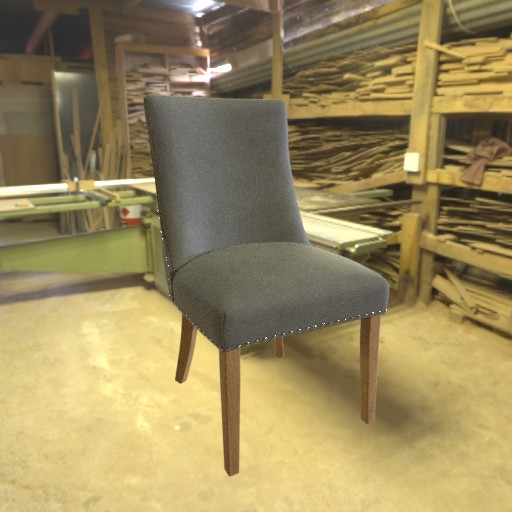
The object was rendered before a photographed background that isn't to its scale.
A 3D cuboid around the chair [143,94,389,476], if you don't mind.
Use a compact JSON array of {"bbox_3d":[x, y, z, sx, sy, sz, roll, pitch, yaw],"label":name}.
[{"bbox_3d":[0.000,0.000,1.282,0.495,0.902,0.610,-8,17,-27],"label":"chair"}]
